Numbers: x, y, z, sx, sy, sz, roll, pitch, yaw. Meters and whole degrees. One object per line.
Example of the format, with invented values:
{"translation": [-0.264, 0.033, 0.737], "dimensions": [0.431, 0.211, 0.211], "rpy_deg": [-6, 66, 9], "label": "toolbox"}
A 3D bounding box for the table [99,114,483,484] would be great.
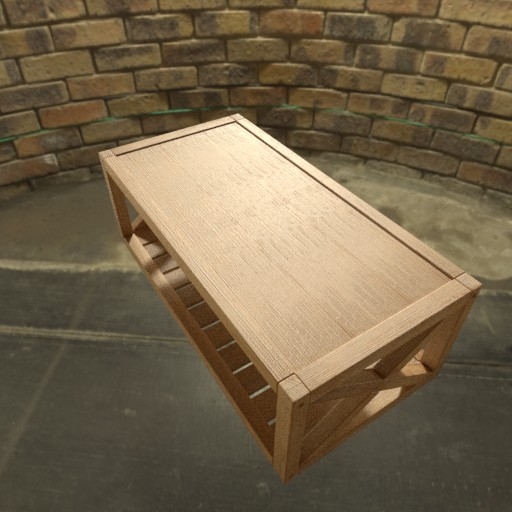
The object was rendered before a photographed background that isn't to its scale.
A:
{"translation": [0.000, 0.000, 1.659], "dimensions": [0.660, 0.457, 1.321], "rpy_deg": [-24, 47, -24], "label": "table"}
